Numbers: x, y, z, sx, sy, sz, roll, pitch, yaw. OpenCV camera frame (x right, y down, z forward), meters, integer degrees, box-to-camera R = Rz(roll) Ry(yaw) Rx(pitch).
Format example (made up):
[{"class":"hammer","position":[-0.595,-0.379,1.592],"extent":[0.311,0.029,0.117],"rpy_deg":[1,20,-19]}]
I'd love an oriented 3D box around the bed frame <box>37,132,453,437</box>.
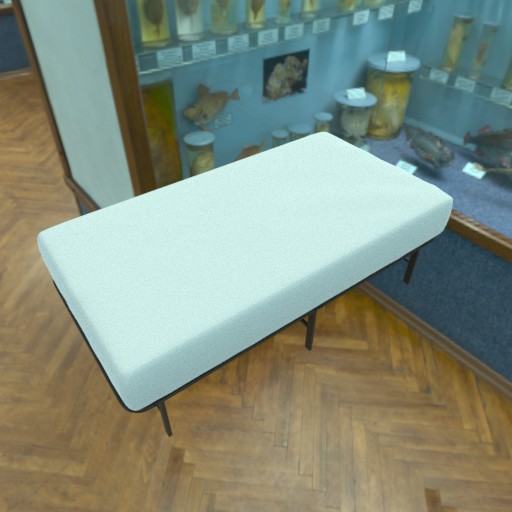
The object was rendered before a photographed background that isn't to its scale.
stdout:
[{"class":"bed frame","position":[0.000,0.000,2.396],"extent":[1.908,0.640,1.025],"rpy_deg":[-26,47,-27]}]
